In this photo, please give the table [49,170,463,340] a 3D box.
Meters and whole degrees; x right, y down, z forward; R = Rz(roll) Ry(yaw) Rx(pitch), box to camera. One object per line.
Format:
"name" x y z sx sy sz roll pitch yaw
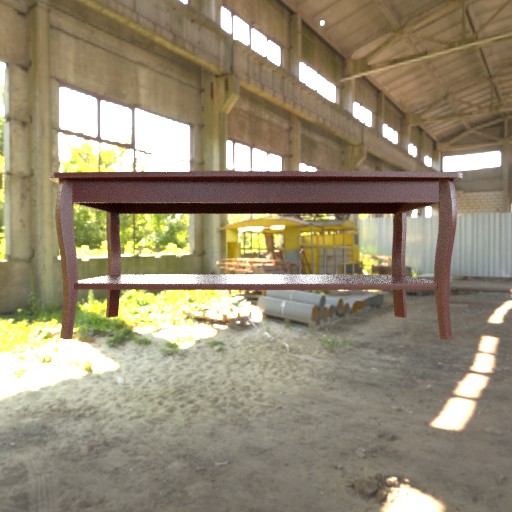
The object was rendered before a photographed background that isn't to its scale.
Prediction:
"table" 0.000 0.000 1.489 1.216 0.473 0.561 0 1 0
